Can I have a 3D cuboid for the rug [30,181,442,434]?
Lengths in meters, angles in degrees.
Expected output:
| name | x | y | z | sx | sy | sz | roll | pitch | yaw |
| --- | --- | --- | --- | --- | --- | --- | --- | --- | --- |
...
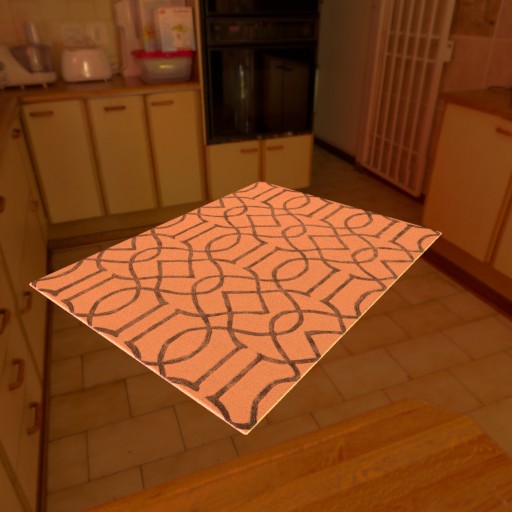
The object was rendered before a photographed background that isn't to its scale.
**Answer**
| name | x | y | z | sx | sy | sz | roll | pitch | yaw |
| --- | --- | --- | --- | --- | --- | --- | --- | --- | --- |
| rug | 0.000 | 0.000 | 3.840 | 2.211 | 0.021 | 2.910 | 22 | 37 | 33 |
